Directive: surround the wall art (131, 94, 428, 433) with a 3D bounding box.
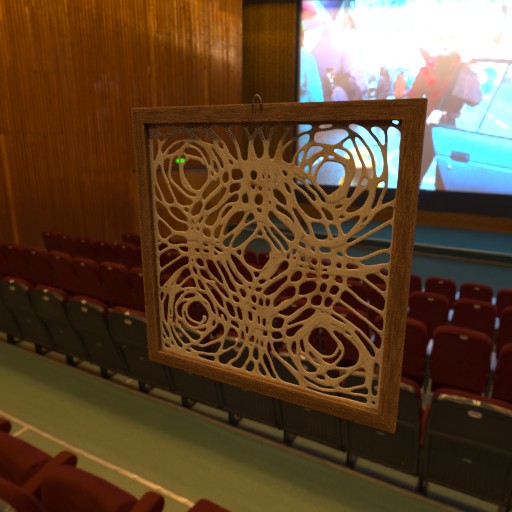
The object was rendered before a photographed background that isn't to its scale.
[{"bbox_3d":[0.000,0.000,0.840,0.561,0.576,0.021,8,17,27],"label":"wall art"}]
